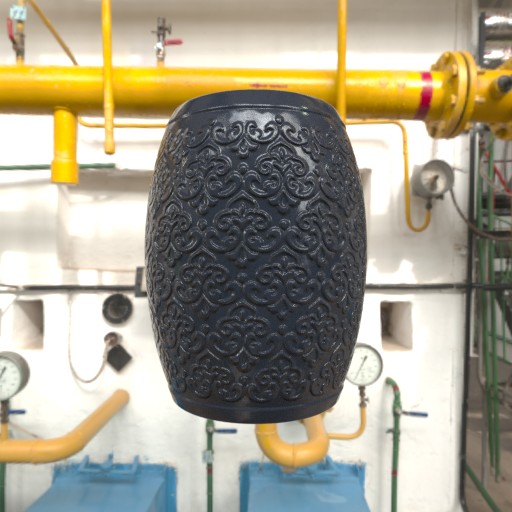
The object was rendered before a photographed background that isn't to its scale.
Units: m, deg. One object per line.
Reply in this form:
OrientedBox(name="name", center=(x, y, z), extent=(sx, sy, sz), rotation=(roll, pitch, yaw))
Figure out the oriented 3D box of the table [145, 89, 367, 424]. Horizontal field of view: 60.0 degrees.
OrientedBox(name="table", center=(0.000, 0.000, 0.634), extent=(0.309, 0.397, 0.309), rotation=(0, 1, 0))
